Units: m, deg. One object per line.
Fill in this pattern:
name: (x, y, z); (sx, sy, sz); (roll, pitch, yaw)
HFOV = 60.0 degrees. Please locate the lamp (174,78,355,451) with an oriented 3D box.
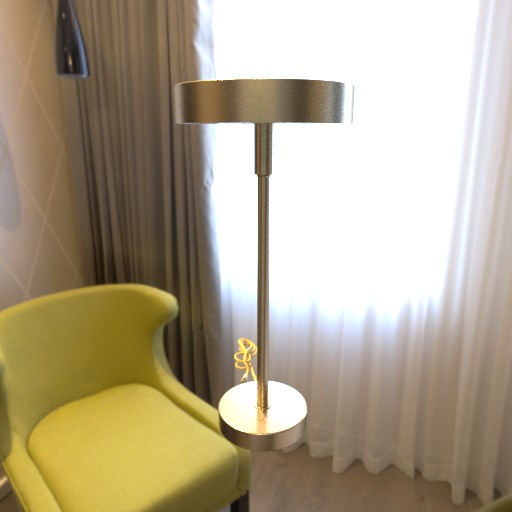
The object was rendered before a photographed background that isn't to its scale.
lamp: (0.000, 0.000, 0.703); (0.229, 0.508, 0.369); (-2, 16, -8)
